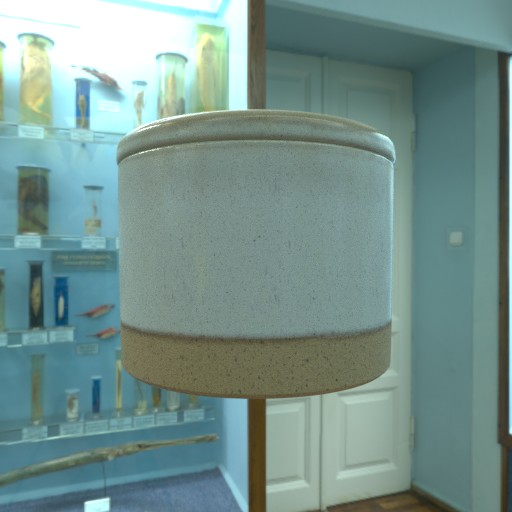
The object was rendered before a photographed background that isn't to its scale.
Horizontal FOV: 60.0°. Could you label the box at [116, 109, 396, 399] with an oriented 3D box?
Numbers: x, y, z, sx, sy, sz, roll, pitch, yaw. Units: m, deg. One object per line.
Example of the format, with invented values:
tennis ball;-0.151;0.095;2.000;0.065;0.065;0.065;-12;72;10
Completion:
box;0.000;0.000;0.256;0.154;0.123;0.154;0;0;0
